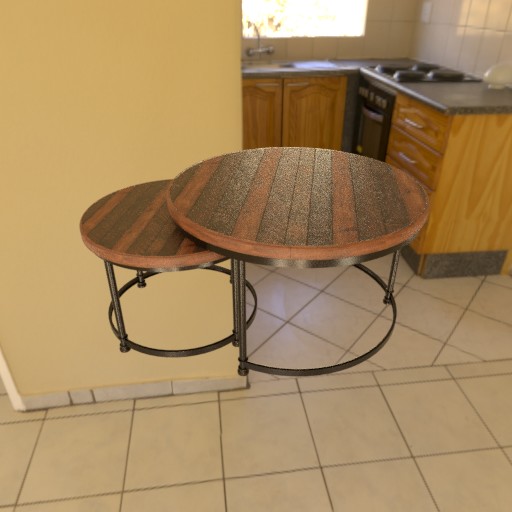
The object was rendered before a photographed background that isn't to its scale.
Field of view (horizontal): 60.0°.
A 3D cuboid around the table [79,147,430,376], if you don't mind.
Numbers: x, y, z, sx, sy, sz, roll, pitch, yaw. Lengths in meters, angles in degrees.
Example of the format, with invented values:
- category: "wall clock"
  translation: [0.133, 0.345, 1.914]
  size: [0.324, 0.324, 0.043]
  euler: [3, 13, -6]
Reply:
- category: "table"
  translation: [0.000, 0.000, 1.607]
  size: [1.152, 0.516, 0.870]
  euler: [-9, 32, -15]
